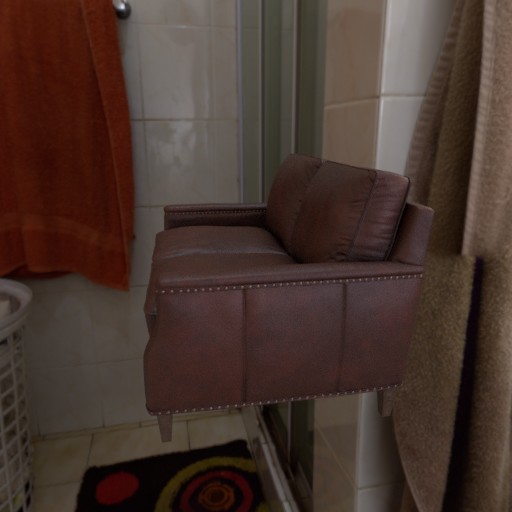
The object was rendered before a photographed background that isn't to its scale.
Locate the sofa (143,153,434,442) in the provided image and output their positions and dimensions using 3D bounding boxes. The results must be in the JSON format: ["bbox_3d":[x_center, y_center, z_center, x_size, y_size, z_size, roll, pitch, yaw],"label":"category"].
[{"bbox_3d":[0.000,0.000,2.322,1.083,1.003,1.628,-3,16,-10],"label":"sofa"}]
